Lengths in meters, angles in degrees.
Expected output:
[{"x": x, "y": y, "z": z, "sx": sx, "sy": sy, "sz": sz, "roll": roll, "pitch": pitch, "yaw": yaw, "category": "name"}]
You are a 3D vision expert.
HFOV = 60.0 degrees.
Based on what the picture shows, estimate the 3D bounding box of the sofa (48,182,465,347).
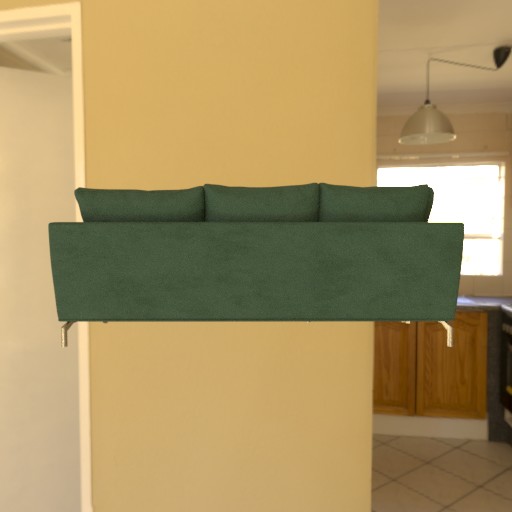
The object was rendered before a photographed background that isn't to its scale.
[{"x": 0.000, "y": 0.000, "z": 3.822, "sx": 2.452, "sy": 1.004, "sz": 2.468, "roll": 0, "pitch": 2, "yaw": 0, "category": "sofa"}]
